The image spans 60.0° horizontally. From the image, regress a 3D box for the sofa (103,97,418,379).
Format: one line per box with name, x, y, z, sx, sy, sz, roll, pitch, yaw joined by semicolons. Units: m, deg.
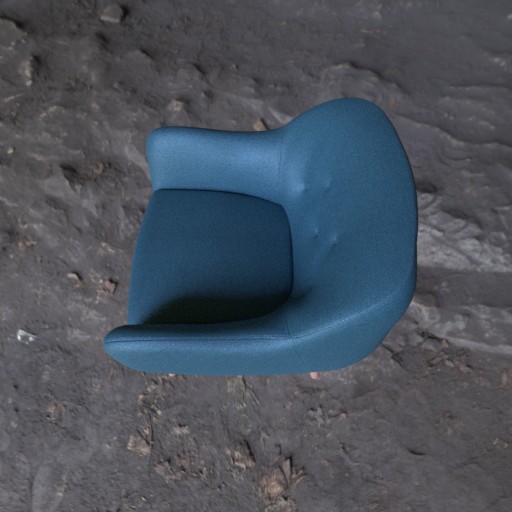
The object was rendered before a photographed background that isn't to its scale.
sofa;0.000;0.000;1.492;0.825;0.817;0.836;1;57;1
